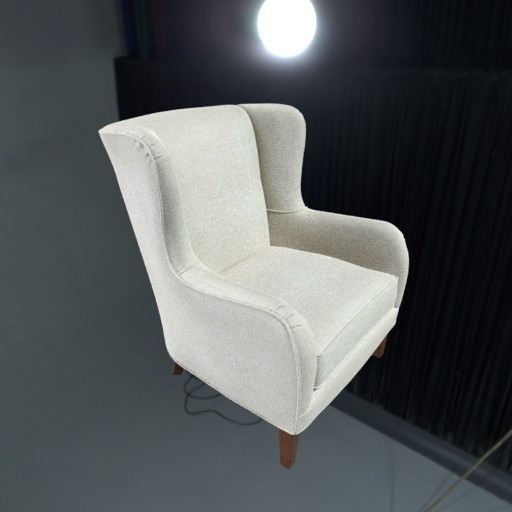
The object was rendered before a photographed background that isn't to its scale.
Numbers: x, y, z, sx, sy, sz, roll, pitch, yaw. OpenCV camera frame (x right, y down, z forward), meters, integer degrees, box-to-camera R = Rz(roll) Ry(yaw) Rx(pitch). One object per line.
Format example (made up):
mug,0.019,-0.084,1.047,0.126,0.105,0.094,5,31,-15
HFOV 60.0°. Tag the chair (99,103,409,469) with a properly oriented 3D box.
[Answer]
chair,0.000,0.000,1.742,0.966,1.040,0.838,19,32,33
